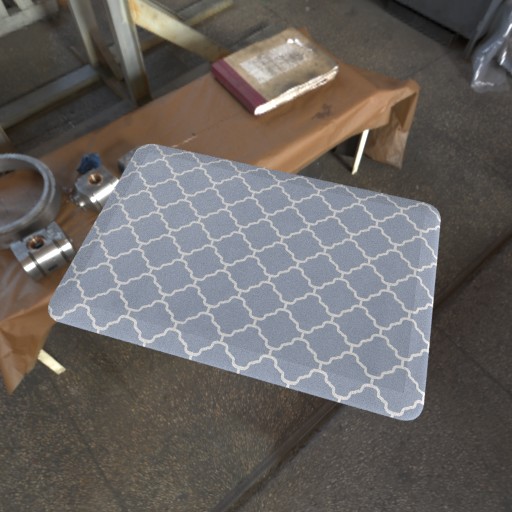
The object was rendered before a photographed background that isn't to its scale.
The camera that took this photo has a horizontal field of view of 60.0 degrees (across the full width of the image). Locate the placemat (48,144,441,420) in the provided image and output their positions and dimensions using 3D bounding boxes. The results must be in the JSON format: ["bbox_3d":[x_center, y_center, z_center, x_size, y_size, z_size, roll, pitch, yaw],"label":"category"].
[{"bbox_3d":[0.000,0.000,0.964,0.762,0.021,0.508,14,60,8],"label":"placemat"}]
